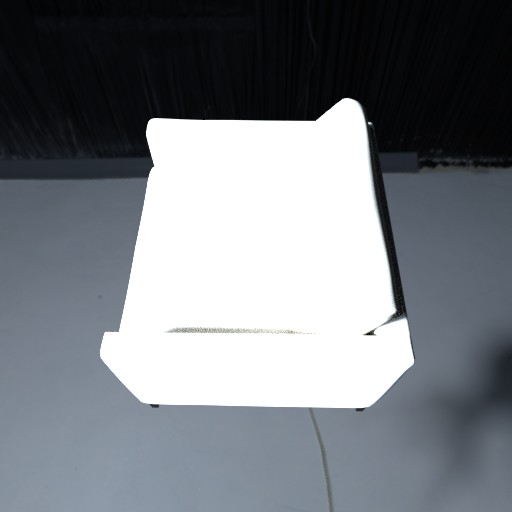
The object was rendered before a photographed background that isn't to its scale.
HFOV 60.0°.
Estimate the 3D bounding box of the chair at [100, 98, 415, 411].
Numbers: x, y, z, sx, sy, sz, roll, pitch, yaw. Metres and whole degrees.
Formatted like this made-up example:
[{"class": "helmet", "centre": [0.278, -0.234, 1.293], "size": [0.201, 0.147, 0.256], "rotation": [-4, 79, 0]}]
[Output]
[{"class": "chair", "centre": [0.000, 0.000, 1.606], "size": [0.875, 0.806, 0.964], "rotation": [1, 58, 1]}]
